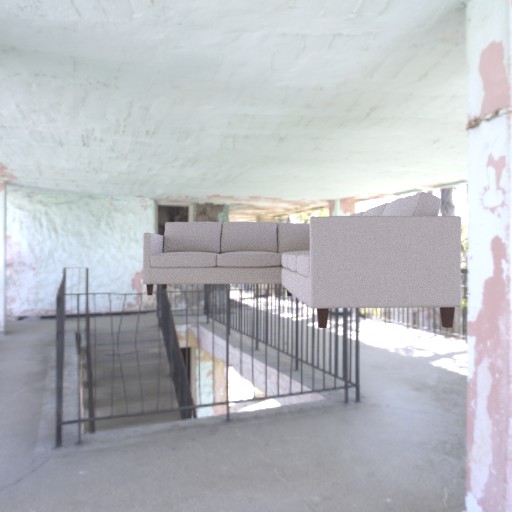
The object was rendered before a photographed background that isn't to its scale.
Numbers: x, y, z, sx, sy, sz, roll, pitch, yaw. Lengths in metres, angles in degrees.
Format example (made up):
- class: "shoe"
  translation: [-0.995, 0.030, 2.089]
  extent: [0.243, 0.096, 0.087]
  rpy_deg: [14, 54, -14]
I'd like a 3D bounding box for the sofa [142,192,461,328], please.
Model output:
- class: "sofa"
  translation: [0.000, 0.000, 4.236]
  extent: [2.432, 0.863, 3.182]
  rpy_deg: [0, 0, -1]
